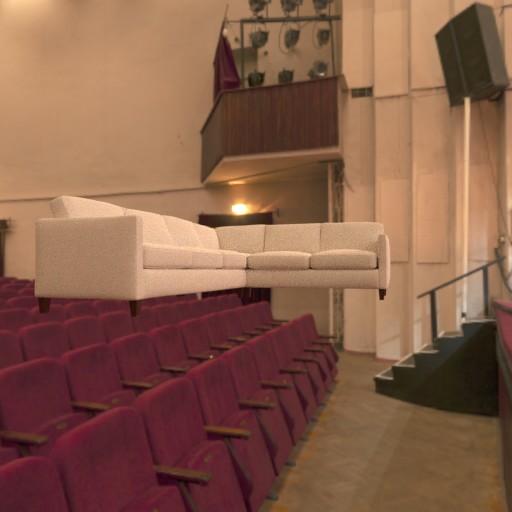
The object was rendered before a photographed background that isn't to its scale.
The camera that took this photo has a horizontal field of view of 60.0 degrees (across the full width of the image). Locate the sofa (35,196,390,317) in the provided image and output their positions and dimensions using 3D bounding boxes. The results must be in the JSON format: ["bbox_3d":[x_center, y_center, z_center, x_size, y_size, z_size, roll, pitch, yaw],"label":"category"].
[{"bbox_3d":[0.000,0.000,4.539,2.593,0.947,3.302,-1,-2,18],"label":"sofa"}]
